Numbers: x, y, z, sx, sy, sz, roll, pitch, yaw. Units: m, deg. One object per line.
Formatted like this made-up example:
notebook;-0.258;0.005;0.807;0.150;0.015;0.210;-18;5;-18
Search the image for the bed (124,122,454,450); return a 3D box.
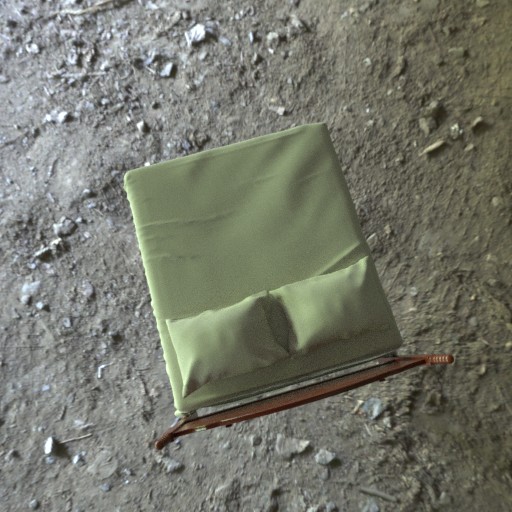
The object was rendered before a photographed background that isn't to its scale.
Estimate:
bed;0.000;0.000;3.192;1.873;1.356;2.040;-15;77;-4
